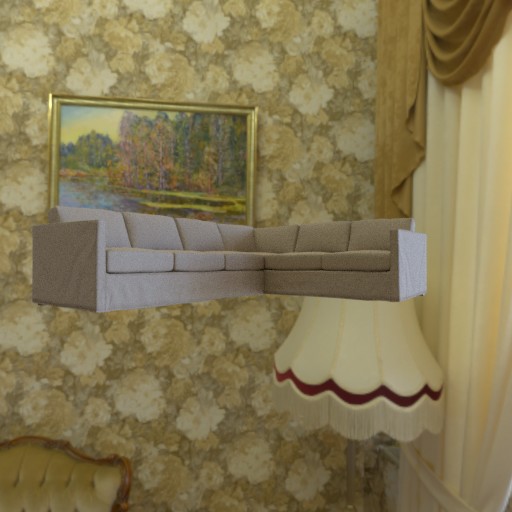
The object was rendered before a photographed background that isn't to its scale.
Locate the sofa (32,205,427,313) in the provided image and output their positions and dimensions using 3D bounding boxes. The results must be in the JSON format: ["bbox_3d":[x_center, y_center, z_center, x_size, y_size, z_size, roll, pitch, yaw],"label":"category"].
[{"bbox_3d":[0.000,0.000,4.340,2.432,0.871,3.182,-1,-1,36],"label":"sofa"}]
